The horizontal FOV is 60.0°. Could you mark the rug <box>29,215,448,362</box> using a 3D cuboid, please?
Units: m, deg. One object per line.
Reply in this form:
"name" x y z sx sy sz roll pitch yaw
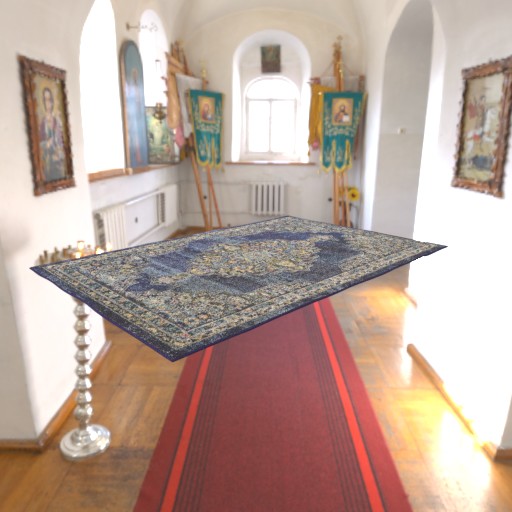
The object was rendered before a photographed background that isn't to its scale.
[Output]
"rug" 0.000 0.000 2.230 1.781 0.012 1.184 -15 22 -42
